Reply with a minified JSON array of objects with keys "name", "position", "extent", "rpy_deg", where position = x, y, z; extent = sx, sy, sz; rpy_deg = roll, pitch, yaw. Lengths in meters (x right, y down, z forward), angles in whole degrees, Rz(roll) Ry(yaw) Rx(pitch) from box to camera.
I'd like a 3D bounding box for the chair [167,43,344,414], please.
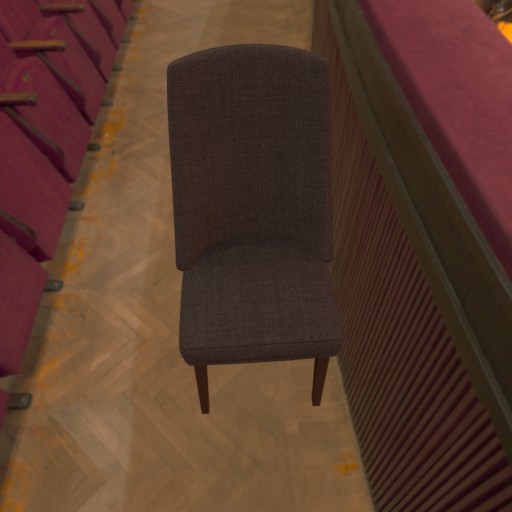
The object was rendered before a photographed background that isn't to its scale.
[{"name":"chair","position":[0.000,0.000,1.368],"extent":[0.510,1.050,0.577],"rpy_deg":[-3,47,-3]}]
